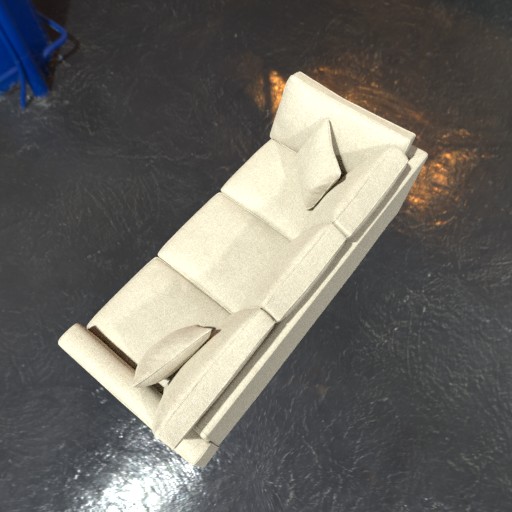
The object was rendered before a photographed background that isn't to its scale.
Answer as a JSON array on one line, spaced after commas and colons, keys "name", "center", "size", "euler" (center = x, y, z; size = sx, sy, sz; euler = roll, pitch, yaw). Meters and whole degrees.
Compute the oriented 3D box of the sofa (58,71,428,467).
[{"name": "sofa", "center": [0.000, 0.000, 2.846], "size": [1.053, 0.948, 2.323], "euler": [35, 69, 16]}]
